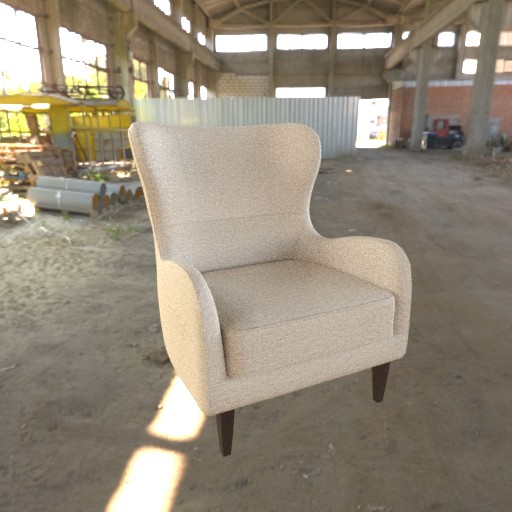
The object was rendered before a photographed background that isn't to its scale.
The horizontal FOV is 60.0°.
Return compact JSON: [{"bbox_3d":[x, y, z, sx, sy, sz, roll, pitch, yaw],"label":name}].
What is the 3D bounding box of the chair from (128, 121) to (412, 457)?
[{"bbox_3d":[0.000,0.000,1.822,0.861,1.064,0.984,-8,17,-26],"label":"chair"}]
